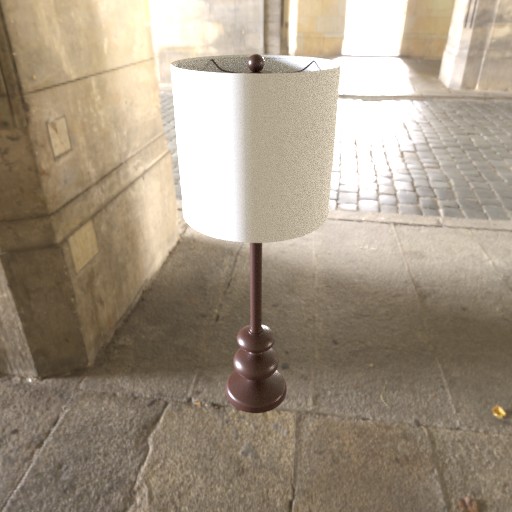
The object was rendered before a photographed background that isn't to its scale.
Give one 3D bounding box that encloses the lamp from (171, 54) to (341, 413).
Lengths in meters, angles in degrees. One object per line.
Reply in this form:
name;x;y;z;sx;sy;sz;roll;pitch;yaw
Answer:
lamp;0.000;0.000;0.829;0.254;0.690;0.254;-21;35;-32
